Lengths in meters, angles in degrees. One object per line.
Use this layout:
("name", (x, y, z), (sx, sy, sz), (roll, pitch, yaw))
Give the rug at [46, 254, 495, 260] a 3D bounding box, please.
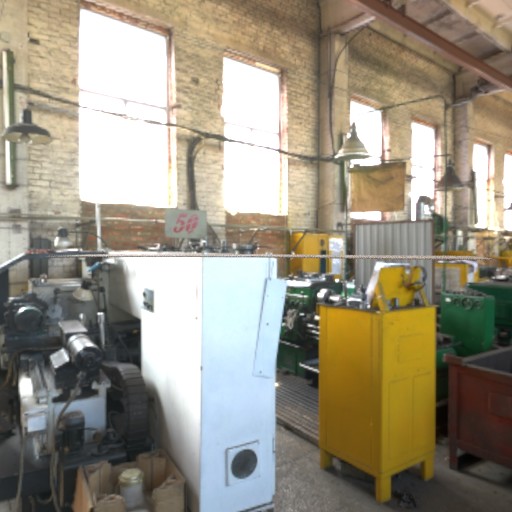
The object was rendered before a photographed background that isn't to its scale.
("rug", (0.000, 0.000, 2.540), (2.335, 0.013, 0.697), (0, 1, 17))
